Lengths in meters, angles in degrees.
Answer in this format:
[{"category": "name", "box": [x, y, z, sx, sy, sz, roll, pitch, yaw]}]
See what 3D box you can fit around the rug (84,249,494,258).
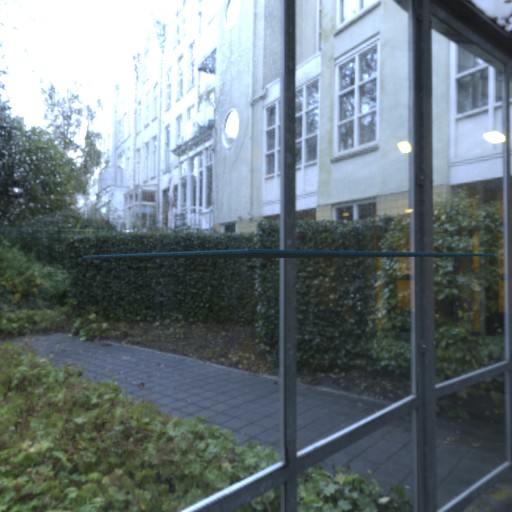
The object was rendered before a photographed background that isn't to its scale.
[{"category": "rug", "box": [0.000, 0.000, 2.845, 1.594, 0.013, 2.213, 0, -1, -35]}]
